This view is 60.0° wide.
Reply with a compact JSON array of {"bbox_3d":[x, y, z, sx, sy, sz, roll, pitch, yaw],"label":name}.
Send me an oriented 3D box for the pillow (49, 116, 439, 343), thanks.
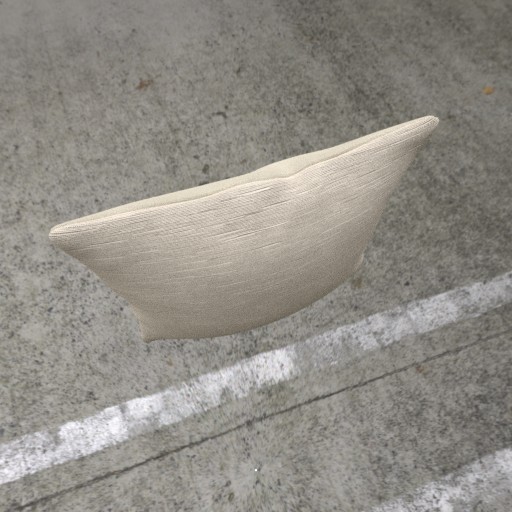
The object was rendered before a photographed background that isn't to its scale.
[{"bbox_3d":[0.000,0.000,0.651,0.437,0.420,0.162,-18,66,-9],"label":"pillow"}]
